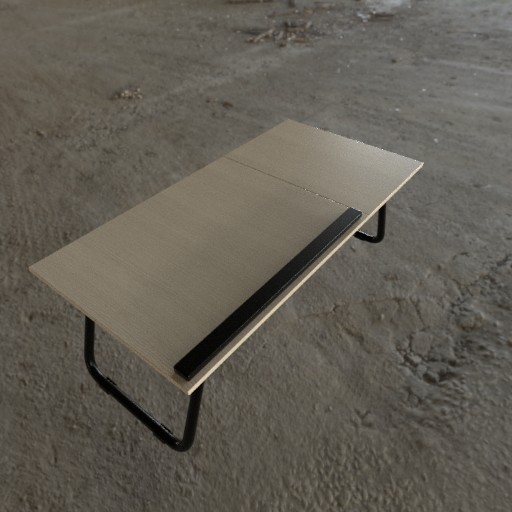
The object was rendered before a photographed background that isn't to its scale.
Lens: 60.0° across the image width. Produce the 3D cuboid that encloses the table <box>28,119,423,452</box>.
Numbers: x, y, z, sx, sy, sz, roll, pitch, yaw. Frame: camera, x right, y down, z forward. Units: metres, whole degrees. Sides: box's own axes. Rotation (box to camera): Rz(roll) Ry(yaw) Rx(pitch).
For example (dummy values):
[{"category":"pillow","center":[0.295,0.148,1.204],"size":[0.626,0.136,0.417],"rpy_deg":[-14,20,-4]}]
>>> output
[{"category":"table","center":[0.000,0.000,0.818],"size":[0.322,0.242,0.644],"rpy_deg":[28,48,28]}]
